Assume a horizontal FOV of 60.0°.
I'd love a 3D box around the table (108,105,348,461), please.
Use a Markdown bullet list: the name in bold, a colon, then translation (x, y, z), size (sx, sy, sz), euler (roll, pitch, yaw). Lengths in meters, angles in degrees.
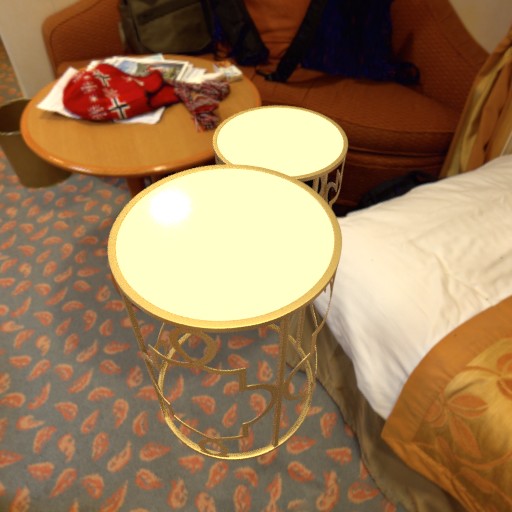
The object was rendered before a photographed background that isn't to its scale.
- **table**: translation (0.000, 0.000, 1.154), size (0.420, 0.564, 0.846), euler (11, 48, 10)
